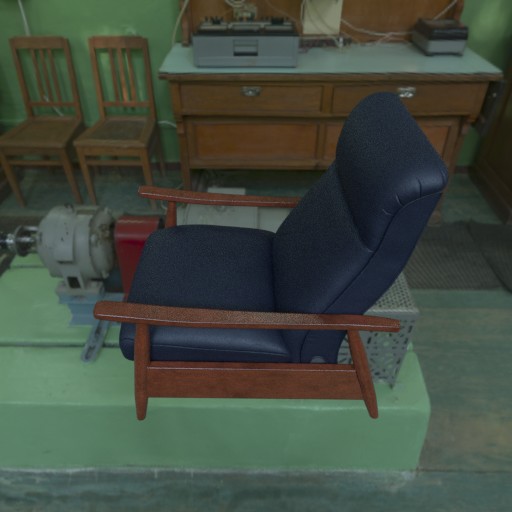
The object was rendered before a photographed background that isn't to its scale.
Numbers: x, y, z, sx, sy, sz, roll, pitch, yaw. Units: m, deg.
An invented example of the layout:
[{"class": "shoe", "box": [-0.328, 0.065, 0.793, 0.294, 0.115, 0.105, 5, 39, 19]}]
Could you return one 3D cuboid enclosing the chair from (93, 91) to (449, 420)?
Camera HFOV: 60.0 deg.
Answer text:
[{"class": "chair", "box": [0.000, 0.000, 1.703, 1.014, 1.082, 0.762, 0, 40, 0]}]
